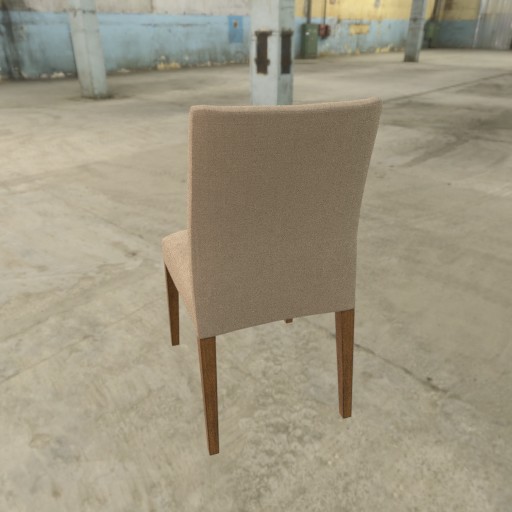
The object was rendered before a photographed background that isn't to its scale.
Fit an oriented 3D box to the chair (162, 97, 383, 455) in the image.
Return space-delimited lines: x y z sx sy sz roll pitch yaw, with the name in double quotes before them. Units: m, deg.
"chair" 0.000 0.000 1.323 0.496 0.940 0.585 -9 28 -17
